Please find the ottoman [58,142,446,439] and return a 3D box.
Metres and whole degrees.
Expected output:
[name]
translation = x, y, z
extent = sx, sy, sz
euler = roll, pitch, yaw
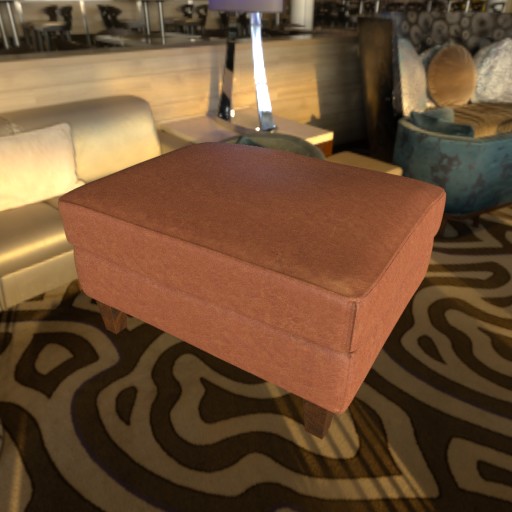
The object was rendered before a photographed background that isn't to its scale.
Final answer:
[ottoman]
translation = 0.000, 0.000, 1.264
extent = 0.851, 0.485, 0.650
euler = 18, 35, 28
